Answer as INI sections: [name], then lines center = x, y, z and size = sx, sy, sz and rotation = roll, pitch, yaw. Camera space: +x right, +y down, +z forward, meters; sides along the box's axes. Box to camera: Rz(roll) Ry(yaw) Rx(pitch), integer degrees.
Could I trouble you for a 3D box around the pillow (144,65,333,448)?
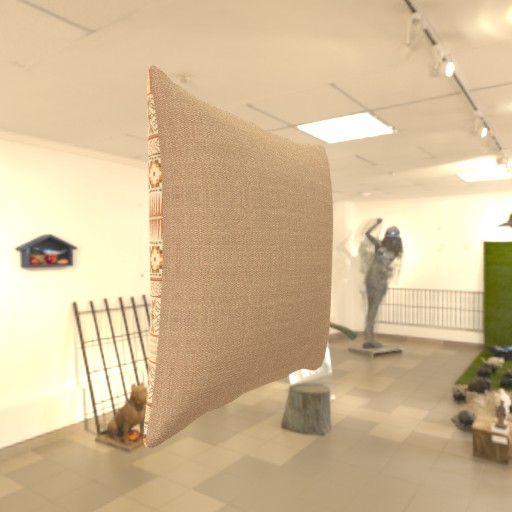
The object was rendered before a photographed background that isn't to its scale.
[pillow]
center = 0.000, 0.000, 0.807
size = 0.215, 0.519, 0.521
rotation = 0, 0, 35
